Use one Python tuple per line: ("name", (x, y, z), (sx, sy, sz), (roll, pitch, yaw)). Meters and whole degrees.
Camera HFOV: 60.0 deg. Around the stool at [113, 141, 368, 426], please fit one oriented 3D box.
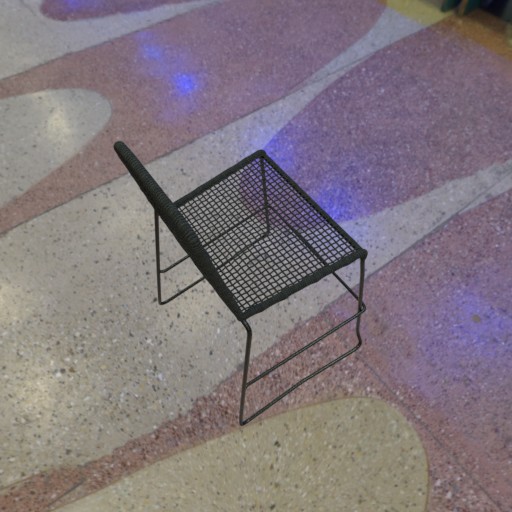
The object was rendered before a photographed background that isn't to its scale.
("stool", (0.000, 0.000, 1.241), (0.509, 0.905, 0.590), (-31, 63, -18))
